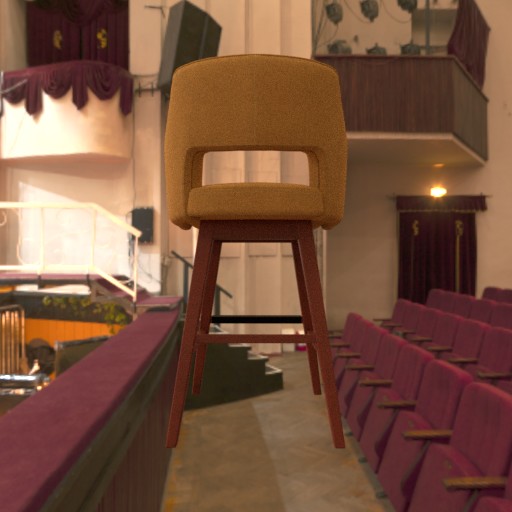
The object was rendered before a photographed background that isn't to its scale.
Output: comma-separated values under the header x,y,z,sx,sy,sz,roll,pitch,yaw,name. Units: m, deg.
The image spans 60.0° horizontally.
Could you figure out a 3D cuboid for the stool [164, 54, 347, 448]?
x,y,z,sx,sy,sz,roll,pitch,yaw,name
0.000,0.000,1.371,0.548,1.012,0.558,0,0,1,stool
